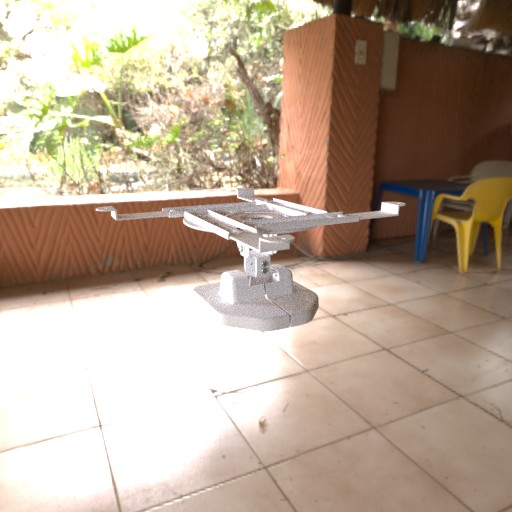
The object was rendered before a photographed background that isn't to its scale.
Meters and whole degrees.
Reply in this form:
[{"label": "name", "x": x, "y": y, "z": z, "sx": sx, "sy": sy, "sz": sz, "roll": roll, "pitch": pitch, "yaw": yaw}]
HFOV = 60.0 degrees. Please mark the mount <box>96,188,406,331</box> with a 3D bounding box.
[{"label": "mount", "x": 0.000, "y": 0.000, "z": 0.618, "sx": 0.394, "sy": 0.141, "sz": 0.394, "roll": -8, "pitch": 17, "yaw": -26}]
